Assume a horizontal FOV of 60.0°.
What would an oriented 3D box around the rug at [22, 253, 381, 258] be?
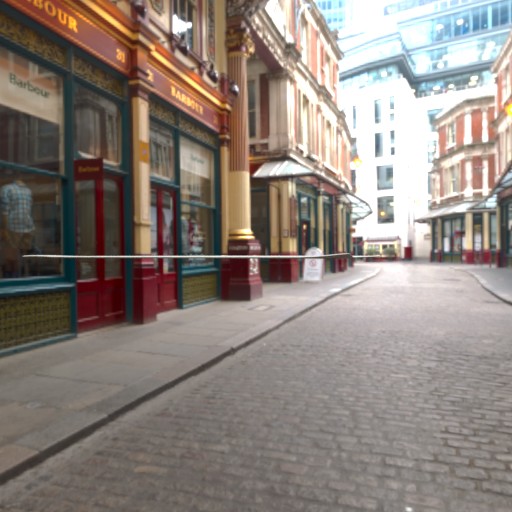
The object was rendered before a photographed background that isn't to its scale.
[{"bbox_3d":[0.000,0.000,2.987,1.518,0.023,2.434,0,0,18],"label":"rug"}]
